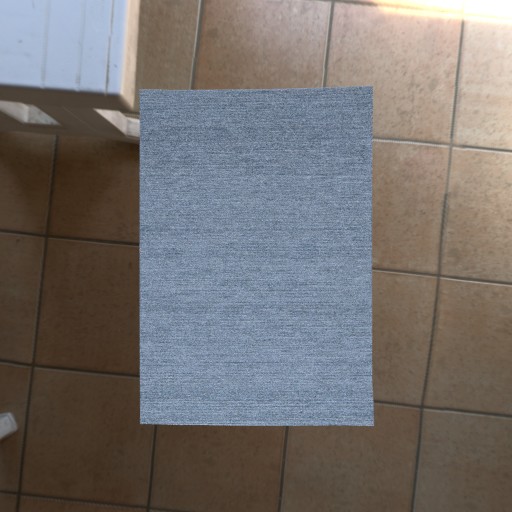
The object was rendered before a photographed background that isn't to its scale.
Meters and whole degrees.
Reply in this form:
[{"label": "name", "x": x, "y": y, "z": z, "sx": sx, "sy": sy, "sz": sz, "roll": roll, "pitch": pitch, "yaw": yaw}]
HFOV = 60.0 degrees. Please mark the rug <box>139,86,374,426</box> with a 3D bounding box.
[{"label": "rug", "x": 0.000, "y": 0.000, "z": 3.053, "sx": 1.616, "sy": 0.030, "sz": 2.338, "roll": 0, "pitch": 90, "yaw": 1}]
